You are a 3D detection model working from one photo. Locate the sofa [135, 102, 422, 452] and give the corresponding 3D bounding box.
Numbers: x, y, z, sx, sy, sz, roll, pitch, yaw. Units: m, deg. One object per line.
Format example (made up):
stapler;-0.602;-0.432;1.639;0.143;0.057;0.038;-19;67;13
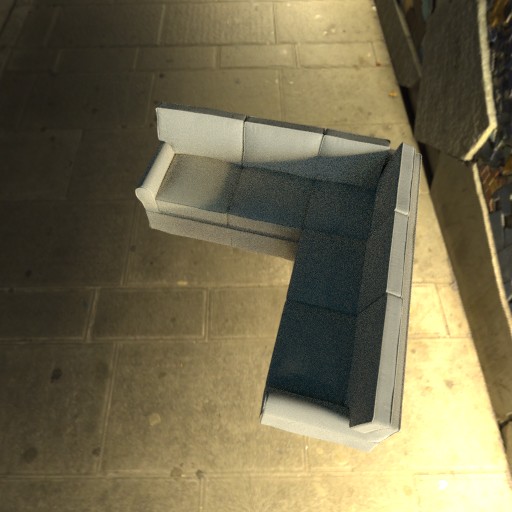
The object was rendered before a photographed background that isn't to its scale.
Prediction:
sofa;0.000;0.000;3.950;2.591;1.070;2.597;12;60;7
